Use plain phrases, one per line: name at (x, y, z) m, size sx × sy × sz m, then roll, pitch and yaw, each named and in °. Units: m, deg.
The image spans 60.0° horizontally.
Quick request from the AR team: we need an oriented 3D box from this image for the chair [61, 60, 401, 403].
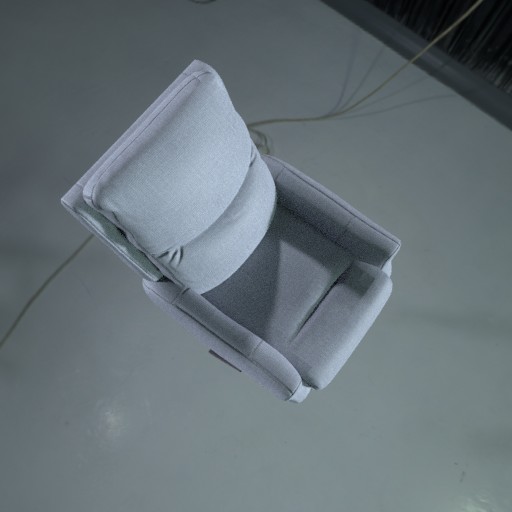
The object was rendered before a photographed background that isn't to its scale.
chair at (0.000, 0.000, 1.778) m, size 1.080 × 1.030 × 0.829 m, roll 37°, pitch 77°, yaw 10°
